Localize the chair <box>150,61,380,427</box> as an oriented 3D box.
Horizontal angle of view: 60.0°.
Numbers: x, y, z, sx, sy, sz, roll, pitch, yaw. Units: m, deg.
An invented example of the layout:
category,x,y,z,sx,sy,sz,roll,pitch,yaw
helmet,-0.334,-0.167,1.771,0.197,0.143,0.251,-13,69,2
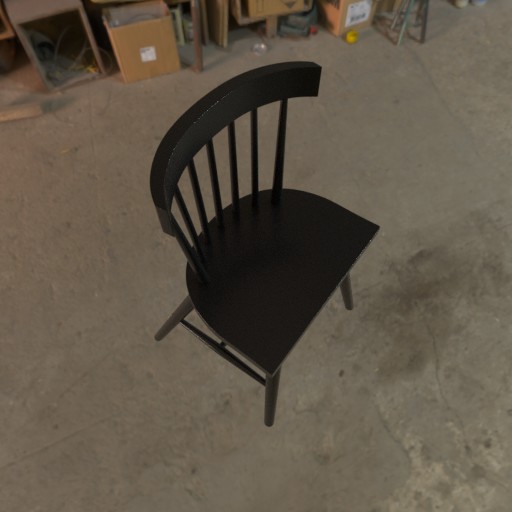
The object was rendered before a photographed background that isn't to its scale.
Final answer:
category,x,y,z,sx,sy,sz,roll,pitch,yaw
chair,0.000,0.000,1.150,0.483,0.844,0.506,32,63,18
